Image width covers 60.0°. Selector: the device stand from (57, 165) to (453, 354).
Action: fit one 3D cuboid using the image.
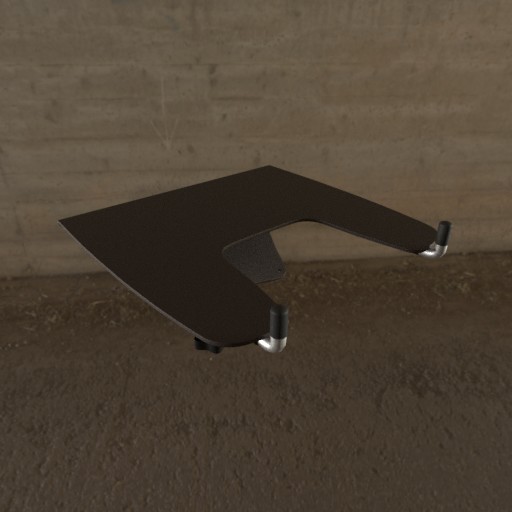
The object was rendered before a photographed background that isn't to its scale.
[{"bbox_3d":[0.000,0.000,0.357,0.230,0.092,0.230,-22,36,-34],"label":"device stand"}]
